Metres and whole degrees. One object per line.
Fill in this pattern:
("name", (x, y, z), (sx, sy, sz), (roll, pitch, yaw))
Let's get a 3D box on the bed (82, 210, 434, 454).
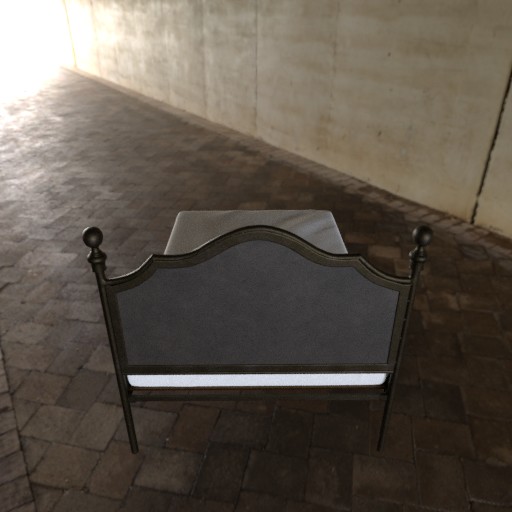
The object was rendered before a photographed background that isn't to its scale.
("bed", (0.000, 0.000, 3.181), (1.533, 1.462, 2.170), (0, 29, 0))
